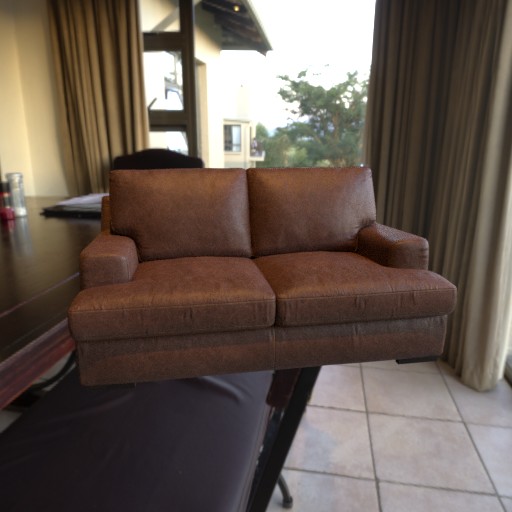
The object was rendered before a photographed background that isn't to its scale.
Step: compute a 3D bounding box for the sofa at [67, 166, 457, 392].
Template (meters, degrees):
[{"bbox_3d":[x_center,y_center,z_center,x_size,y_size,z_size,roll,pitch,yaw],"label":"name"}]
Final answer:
[{"bbox_3d":[0.000,0.000,2.525,1.880,0.939,1.143,-3,16,-9],"label":"sofa"}]
